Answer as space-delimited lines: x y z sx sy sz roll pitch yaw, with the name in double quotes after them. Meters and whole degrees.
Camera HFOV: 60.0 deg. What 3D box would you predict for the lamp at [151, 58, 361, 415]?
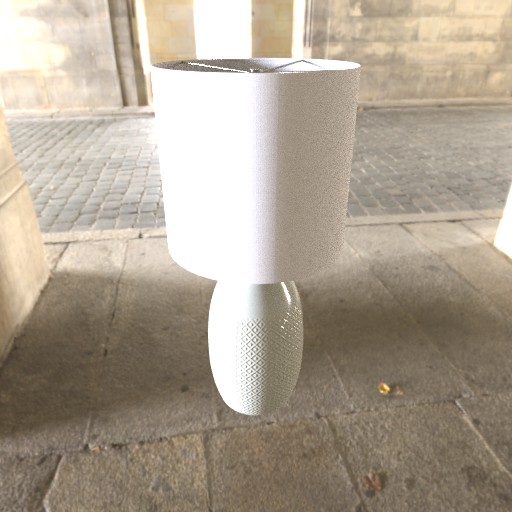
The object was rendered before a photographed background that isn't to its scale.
0.000 0.000 0.568 0.217 0.453 0.217 18 32 31 "lamp"
